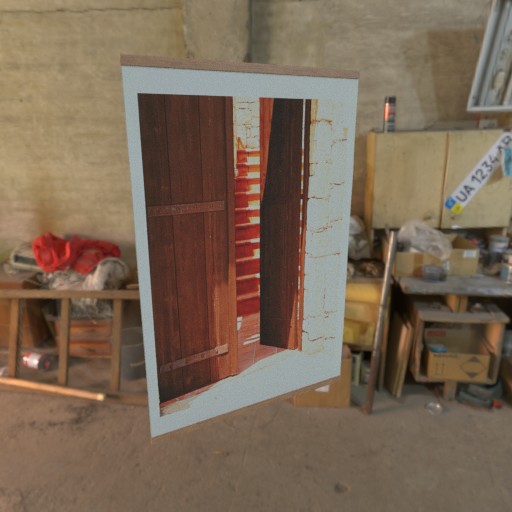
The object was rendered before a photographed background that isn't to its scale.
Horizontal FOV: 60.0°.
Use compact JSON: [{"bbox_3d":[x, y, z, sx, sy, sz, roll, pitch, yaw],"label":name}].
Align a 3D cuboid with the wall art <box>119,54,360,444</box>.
[{"bbox_3d":[0.000,0.000,1.901,1.019,1.527,0.019,-9,19,-27],"label":"wall art"}]
